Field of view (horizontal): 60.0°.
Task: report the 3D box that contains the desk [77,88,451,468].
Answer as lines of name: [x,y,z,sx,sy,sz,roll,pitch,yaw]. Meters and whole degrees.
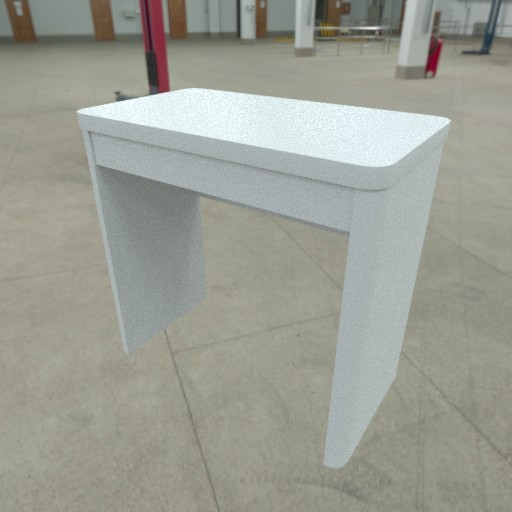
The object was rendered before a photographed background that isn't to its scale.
desk: [0.000,0.000,1.225,0.790,0.760,0.446,18,34,29]
